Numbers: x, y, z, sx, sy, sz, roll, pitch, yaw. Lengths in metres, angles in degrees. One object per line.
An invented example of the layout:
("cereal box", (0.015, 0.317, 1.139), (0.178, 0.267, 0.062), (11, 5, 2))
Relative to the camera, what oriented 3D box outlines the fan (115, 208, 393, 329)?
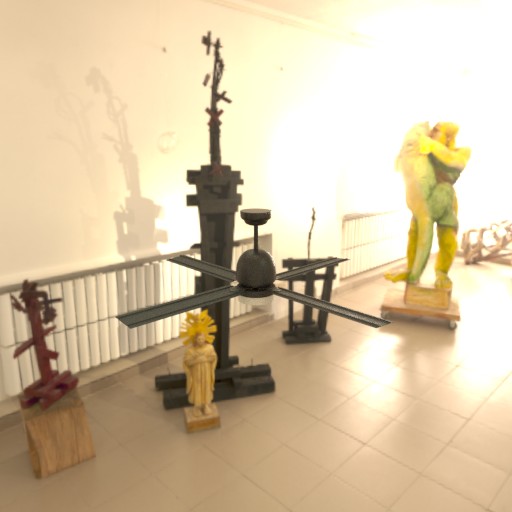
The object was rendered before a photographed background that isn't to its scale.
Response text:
("fan", (0.000, 0.000, 1.989), (1.319, 0.410, 1.319), (14, 20, 43))
